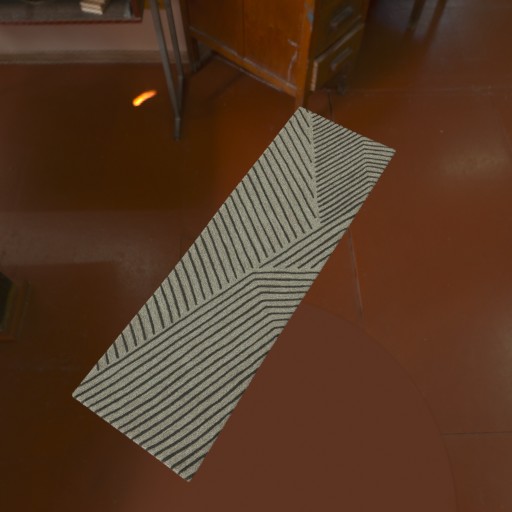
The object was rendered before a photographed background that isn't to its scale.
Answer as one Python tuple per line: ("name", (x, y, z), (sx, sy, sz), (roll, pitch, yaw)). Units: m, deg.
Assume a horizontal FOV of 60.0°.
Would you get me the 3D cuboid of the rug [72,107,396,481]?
("rug", (0.000, 0.000, 2.715), (0.773, 0.020, 2.439), (29, 67, 14))
